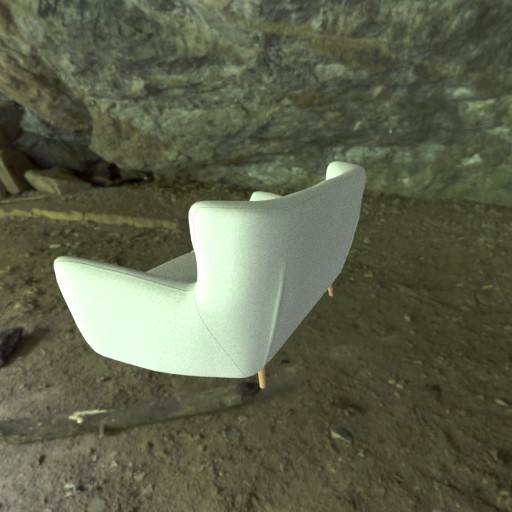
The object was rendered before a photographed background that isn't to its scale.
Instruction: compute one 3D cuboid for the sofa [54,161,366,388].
[{"bbox_3d":[0.000,0.000,2.389,0.899,0.890,1.930,7,18,23],"label":"sofa"}]
